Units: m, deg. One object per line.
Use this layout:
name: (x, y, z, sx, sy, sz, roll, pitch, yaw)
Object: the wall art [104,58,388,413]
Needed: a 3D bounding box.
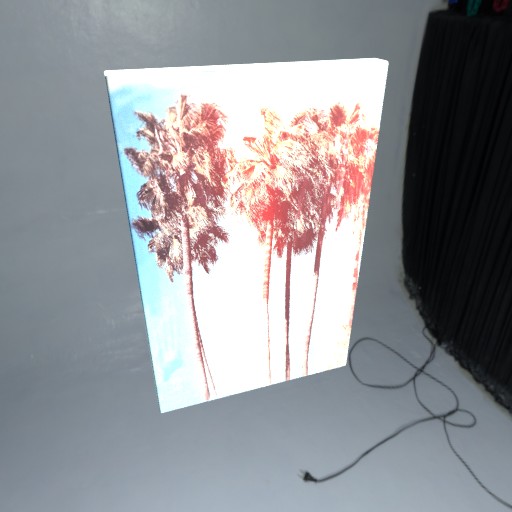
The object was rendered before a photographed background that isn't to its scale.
wall art: (0.000, 0.000, 0.765, 0.401, 0.610, 0.038, -10, 32, -16)
